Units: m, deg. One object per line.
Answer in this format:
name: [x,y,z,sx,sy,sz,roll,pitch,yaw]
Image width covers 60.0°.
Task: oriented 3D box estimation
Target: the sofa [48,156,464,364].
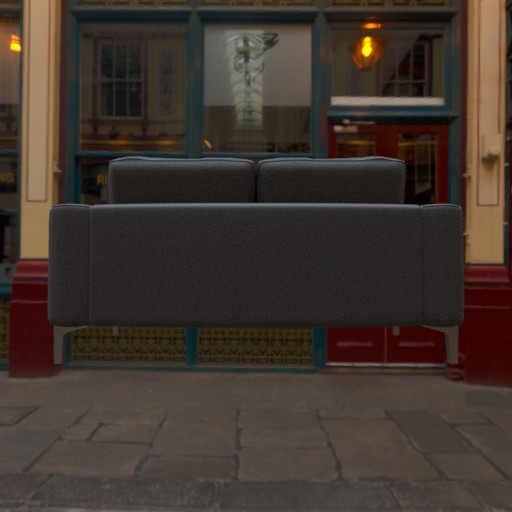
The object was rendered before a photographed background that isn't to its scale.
sofa: [0.000,0.000,2.197,1.726,0.893,0.833,0,-1,0]
